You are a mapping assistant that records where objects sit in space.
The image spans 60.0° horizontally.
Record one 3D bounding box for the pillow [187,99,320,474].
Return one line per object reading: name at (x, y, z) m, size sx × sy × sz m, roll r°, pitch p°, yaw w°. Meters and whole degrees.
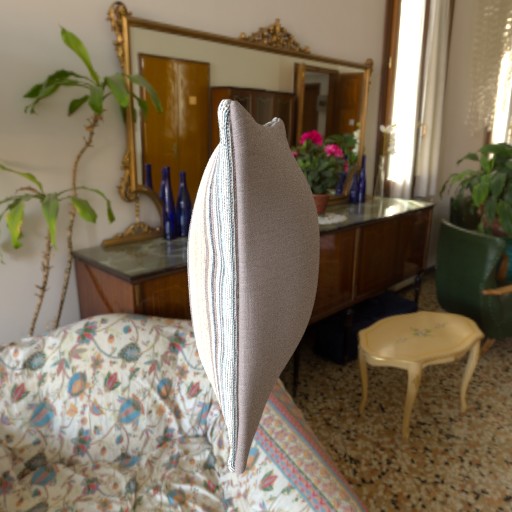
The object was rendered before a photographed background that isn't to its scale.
pillow at (0.000, 0.000, 0.667) m, size 0.189 × 0.416 × 0.435 m, roll 2°, pitch 15°, yaw 9°
